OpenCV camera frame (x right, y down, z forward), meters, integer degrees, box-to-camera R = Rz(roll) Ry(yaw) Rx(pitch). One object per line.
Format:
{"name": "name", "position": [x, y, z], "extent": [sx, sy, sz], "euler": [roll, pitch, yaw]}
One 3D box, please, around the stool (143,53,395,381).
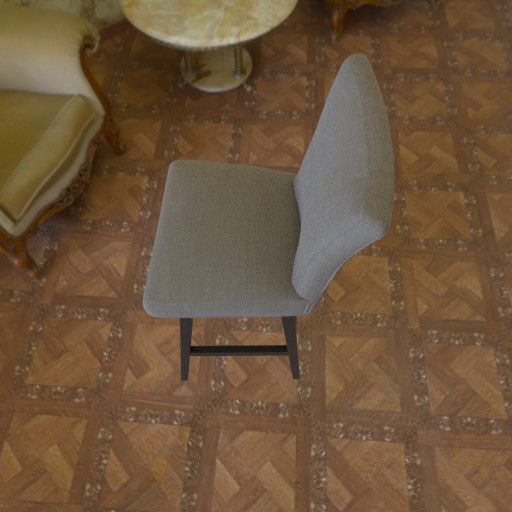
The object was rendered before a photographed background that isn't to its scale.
{"name": "stool", "position": [0.000, 0.000, 1.382], "extent": [0.574, 1.086, 0.514], "euler": [2, 59, 1]}
